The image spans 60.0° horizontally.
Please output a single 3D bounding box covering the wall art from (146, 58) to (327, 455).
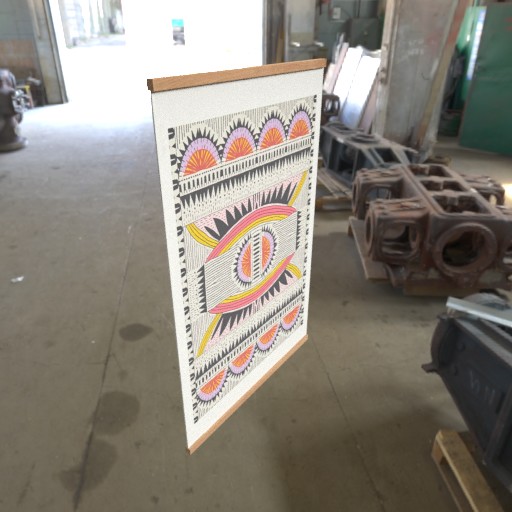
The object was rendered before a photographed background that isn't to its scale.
[{"bbox_3d":[0.000,0.000,1.944,0.028,1.533,0.999,19,33,32],"label":"wall art"}]
